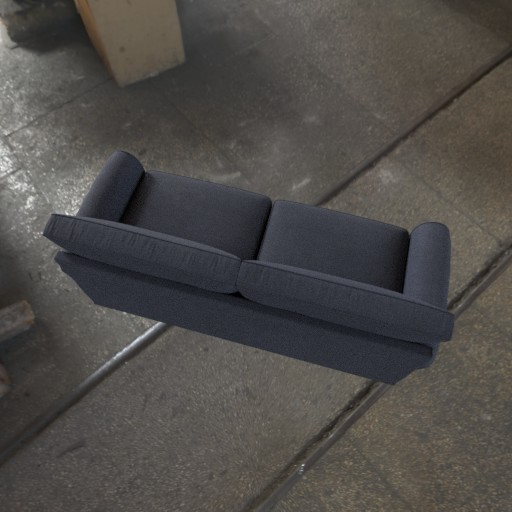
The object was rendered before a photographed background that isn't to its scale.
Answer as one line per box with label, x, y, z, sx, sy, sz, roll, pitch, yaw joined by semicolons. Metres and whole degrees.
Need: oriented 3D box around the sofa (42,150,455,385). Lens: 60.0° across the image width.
sofa;0.000;0.000;2.889;2.391;1.026;0.954;14;65;7
